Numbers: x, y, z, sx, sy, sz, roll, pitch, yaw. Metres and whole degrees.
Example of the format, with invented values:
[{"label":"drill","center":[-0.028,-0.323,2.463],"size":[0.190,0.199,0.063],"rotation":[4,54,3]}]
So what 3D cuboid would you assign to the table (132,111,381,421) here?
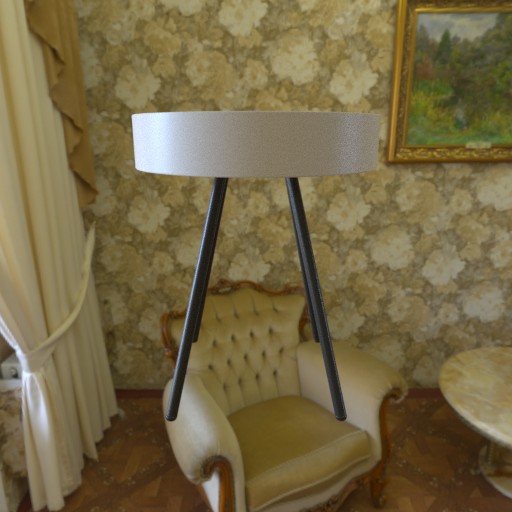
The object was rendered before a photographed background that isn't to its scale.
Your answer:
[{"label":"table","center":[0.000,0.000,0.870],"size":[0.450,0.525,0.450],"rotation":[0,16,0]}]
